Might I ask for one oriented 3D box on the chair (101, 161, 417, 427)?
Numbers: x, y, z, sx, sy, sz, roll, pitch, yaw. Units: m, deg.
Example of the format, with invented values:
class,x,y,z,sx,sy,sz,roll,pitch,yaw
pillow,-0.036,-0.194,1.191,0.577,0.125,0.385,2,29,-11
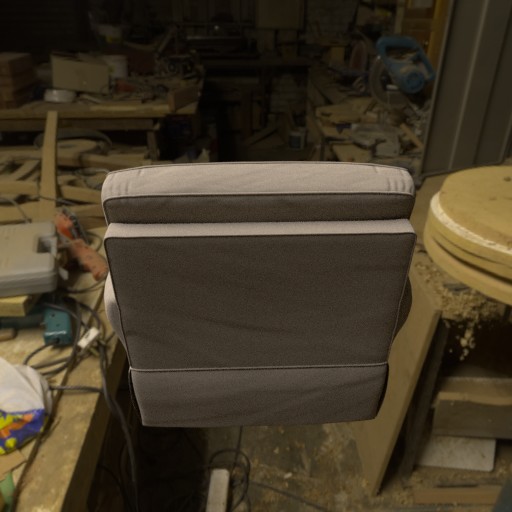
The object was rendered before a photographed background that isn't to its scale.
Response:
class,x,y,z,sx,sy,sz,roll,pitch,yaw
chair,0.000,0.000,1.892,1.135,1.017,0.988,-1,30,-2
